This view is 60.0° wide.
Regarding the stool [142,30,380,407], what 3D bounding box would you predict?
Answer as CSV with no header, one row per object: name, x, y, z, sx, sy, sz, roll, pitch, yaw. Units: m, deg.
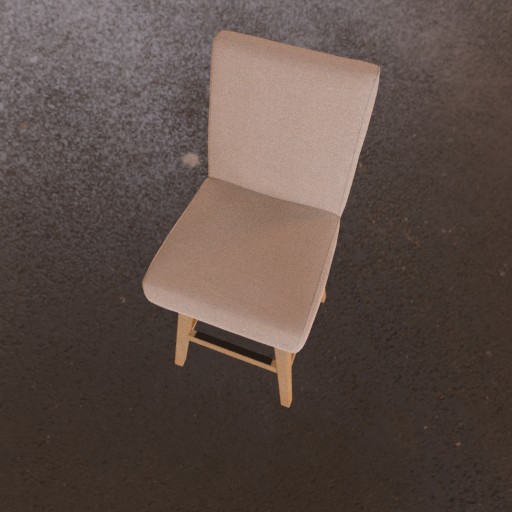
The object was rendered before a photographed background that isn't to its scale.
stool,0.000,0.000,1.288,0.446,1.015,0.543,18,61,10
